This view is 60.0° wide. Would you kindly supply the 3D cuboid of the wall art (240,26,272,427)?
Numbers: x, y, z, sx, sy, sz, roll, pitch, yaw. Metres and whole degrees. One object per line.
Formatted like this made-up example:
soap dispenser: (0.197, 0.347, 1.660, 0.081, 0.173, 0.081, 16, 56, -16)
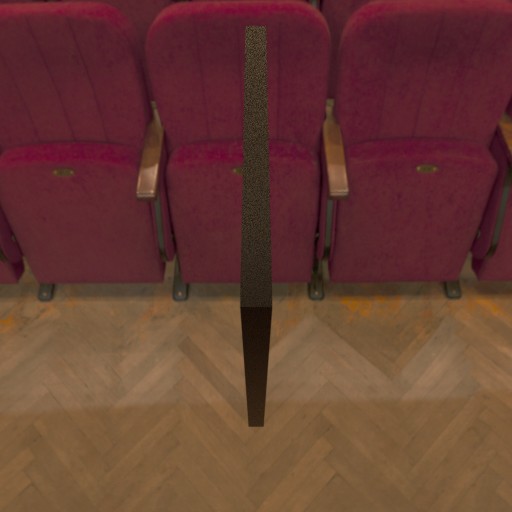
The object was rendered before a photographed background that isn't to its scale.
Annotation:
wall art: (0.000, 0.000, 0.776, 0.031, 0.558, 0.461, 0, 58, 0)
